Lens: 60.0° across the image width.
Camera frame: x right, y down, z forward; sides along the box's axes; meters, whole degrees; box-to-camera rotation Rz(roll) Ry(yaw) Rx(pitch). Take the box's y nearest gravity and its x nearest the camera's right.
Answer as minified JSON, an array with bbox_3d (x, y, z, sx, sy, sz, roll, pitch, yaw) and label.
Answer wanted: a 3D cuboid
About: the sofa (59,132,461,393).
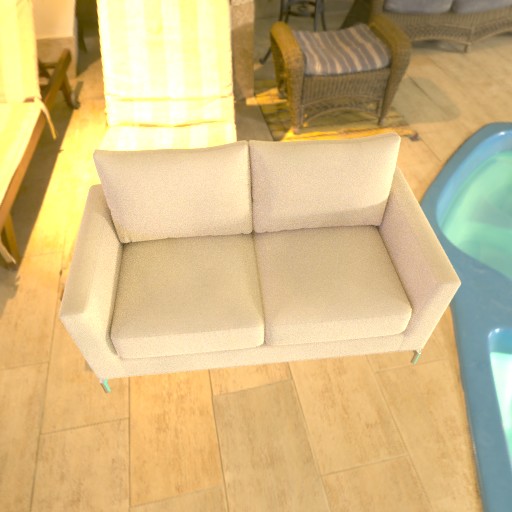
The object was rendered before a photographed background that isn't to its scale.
[{"bbox_3d":[0.000,0.000,2.323,1.739,0.995,0.906,-4,47,-4],"label":"sofa"}]
